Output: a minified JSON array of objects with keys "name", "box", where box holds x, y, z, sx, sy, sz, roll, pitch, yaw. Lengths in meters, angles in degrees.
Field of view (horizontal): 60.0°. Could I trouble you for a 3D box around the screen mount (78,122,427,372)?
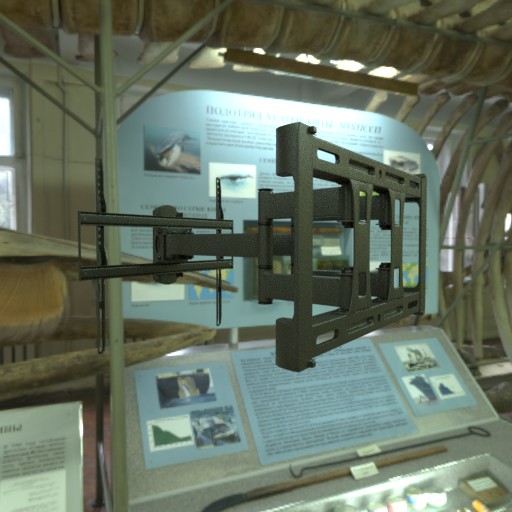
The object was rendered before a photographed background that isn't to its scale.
[{"name":"screen mount","box":[0.000,0.000,0.943,0.556,0.424,0.571,1,2,36]}]
